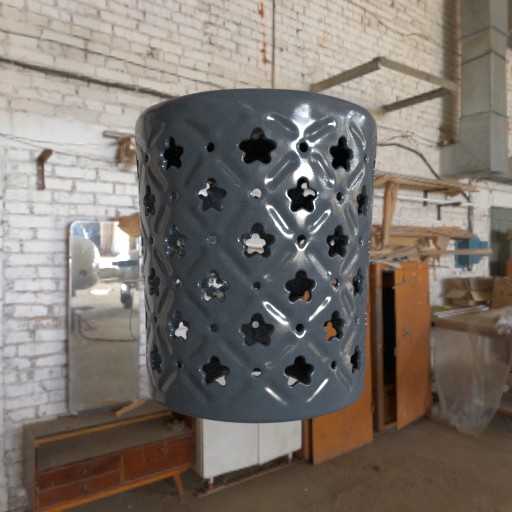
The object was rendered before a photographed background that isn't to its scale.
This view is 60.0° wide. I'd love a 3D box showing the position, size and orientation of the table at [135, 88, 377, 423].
[{"bbox_3d":[0.000,0.000,0.665,0.352,0.387,0.352,0,1,0],"label":"table"}]
